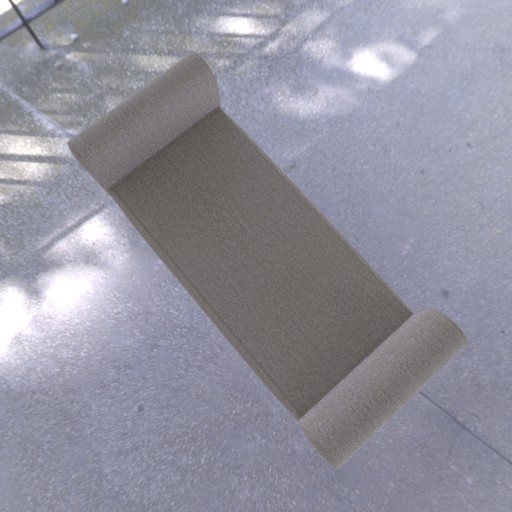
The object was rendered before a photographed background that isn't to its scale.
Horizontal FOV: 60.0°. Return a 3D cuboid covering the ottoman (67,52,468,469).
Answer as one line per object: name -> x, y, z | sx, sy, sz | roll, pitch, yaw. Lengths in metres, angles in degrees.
ottoman -> 0.000, 0.000, 1.541 | 0.521, 0.547, 1.256 | -40, 80, -9
